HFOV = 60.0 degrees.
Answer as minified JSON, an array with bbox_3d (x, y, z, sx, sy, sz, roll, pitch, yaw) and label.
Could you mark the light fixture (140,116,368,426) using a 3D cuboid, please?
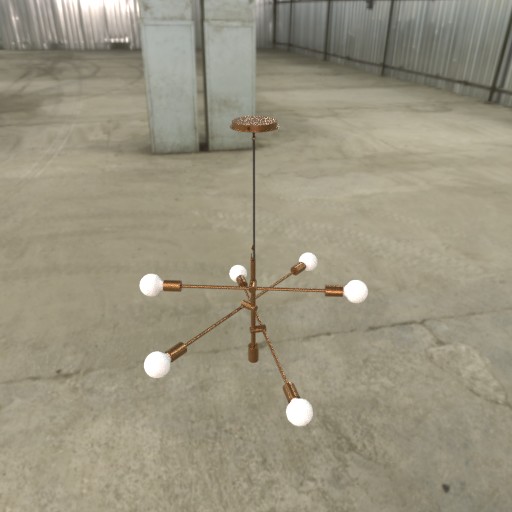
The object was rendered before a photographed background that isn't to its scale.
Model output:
[{"bbox_3d":[0.000,0.000,1.254,0.637,0.744,0.682,7,29,12],"label":"light fixture"}]
